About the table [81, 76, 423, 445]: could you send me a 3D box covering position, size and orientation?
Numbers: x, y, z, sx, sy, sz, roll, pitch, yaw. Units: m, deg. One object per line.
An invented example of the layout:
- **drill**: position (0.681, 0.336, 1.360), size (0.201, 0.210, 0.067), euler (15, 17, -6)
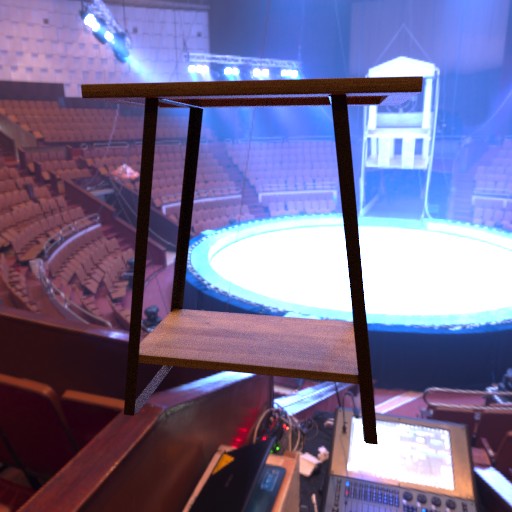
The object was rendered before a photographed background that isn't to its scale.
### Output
- **table**: position (0.000, 0.000, 0.991), size (0.599, 0.701, 0.300), euler (3, 15, 10)
